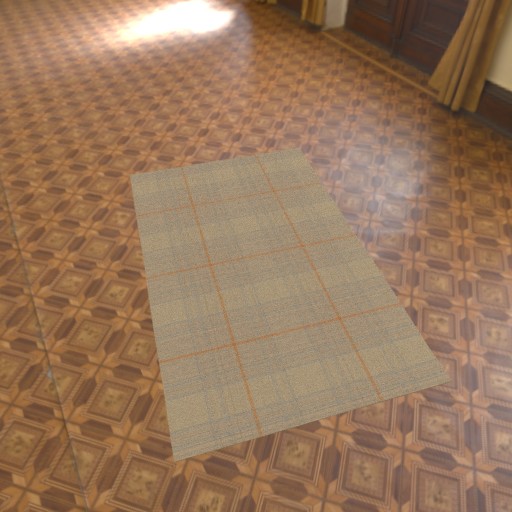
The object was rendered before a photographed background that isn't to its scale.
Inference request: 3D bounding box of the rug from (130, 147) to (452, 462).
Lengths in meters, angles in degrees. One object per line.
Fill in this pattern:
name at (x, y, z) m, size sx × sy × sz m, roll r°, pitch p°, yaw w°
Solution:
rug at (0.000, 0.000, 3.095) m, size 1.527 × 0.016 × 2.442 m, roll -12°, pitch 47°, yaw -11°
